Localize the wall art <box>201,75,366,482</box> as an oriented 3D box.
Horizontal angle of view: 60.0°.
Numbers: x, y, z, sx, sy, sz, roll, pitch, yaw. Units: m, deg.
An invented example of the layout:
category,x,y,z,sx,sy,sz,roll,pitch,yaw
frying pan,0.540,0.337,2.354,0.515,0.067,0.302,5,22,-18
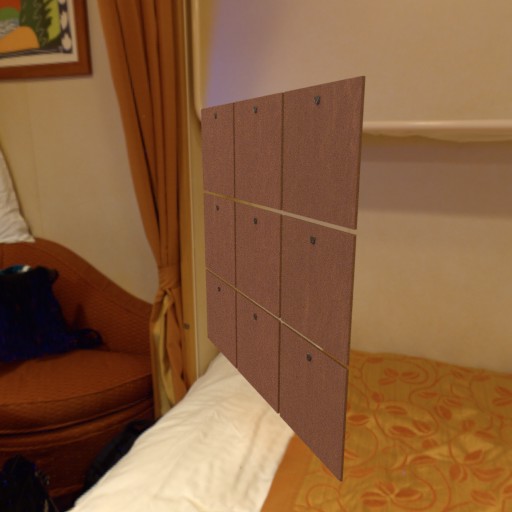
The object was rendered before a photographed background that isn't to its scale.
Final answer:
category,x,y,z,sx,sy,sz,roll,pitch,yaw
wall art,0.000,0.000,2.252,0.023,1.522,1.526,-7,16,-25
